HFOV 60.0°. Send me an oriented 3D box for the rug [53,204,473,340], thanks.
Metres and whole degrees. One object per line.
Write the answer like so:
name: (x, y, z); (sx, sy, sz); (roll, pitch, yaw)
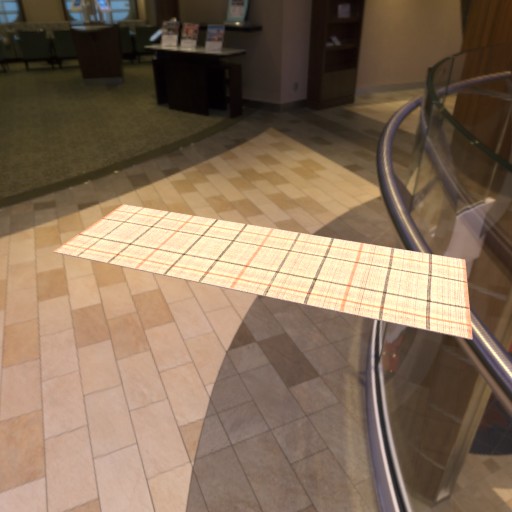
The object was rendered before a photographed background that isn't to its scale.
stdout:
rug: (0.000, 0.000, 2.749); (2.439, 0.008, 0.762); (10, 32, 17)
